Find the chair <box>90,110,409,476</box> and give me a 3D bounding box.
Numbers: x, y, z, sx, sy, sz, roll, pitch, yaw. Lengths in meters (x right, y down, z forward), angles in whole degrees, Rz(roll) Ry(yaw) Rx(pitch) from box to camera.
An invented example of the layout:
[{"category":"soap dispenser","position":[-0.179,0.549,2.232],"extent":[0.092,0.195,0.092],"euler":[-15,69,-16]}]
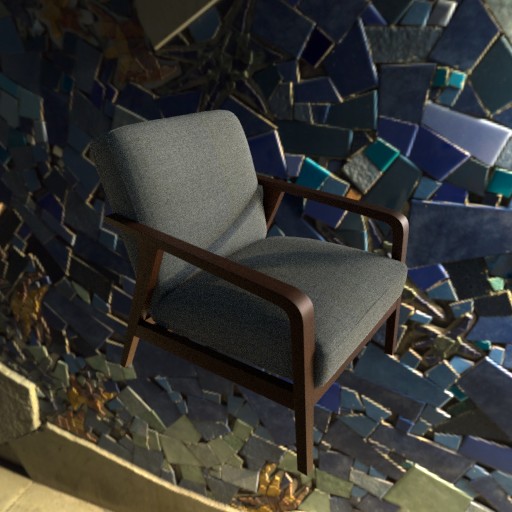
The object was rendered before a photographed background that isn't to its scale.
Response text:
[{"category":"chair","position":[0.000,0.000,1.488],"extent":[0.858,0.847,0.704],"euler":[17,31,32]}]
